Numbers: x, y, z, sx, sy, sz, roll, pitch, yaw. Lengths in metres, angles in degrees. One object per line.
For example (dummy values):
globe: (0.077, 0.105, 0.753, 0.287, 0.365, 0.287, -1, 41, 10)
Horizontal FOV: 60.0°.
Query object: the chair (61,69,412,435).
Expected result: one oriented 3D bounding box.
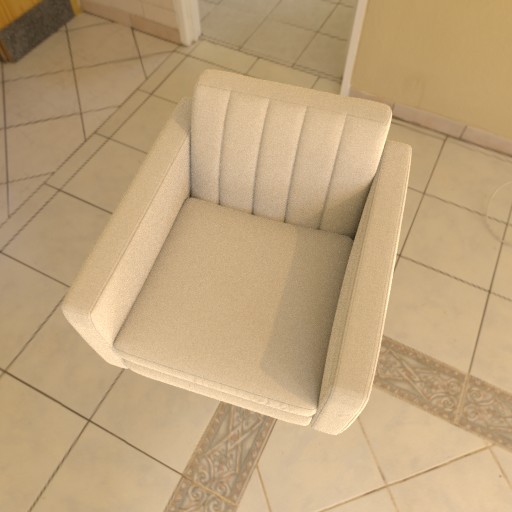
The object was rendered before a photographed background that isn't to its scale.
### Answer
chair: (0.000, 0.000, 1.651, 0.953, 0.819, 0.998, 15, 60, 9)
